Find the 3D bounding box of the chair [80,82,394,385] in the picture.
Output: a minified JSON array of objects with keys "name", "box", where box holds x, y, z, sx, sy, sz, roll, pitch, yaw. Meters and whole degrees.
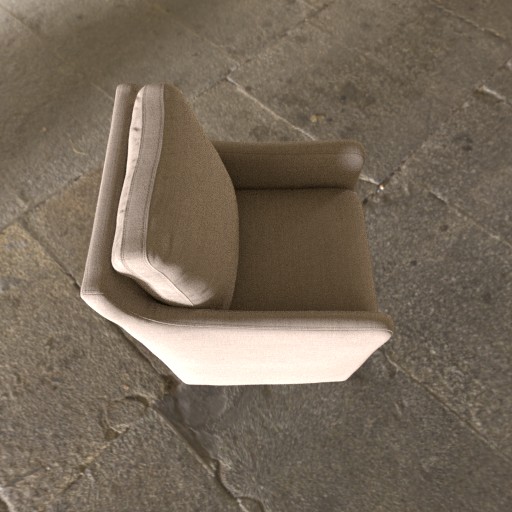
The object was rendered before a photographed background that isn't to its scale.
[{"name":"chair","box":[0.000,0.000,1.336,0.694,0.914,0.626,-1,63,0]}]
